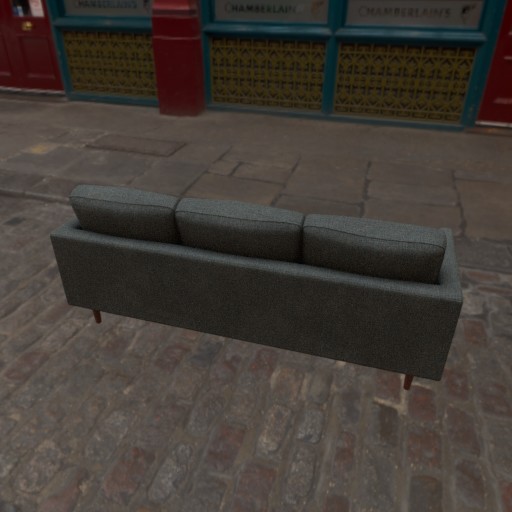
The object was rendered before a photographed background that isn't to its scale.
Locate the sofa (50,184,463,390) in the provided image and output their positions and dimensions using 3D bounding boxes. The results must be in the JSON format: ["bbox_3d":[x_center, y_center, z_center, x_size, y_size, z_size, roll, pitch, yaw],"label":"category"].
[{"bbox_3d":[0.000,0.000,2.728,2.246,0.930,0.903,9,31,15],"label":"sofa"}]
